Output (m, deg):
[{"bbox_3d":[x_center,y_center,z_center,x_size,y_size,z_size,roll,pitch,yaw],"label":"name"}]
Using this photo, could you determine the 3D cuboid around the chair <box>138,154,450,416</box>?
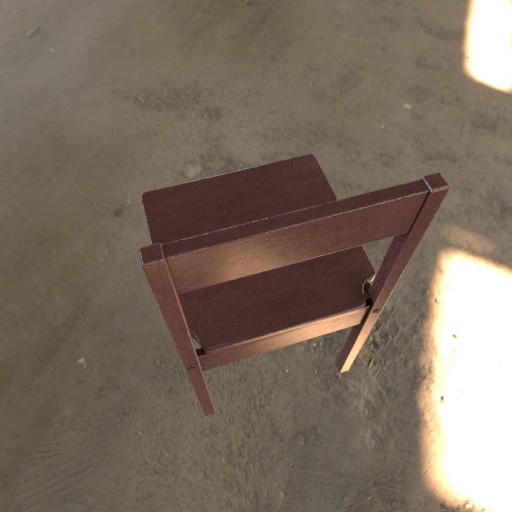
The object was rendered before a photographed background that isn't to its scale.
[{"bbox_3d":[0.000,0.000,0.850,0.367,0.668,0.361,-15,59,-9],"label":"chair"}]
